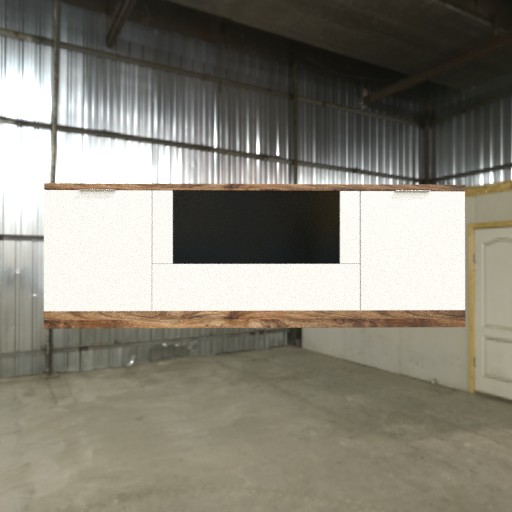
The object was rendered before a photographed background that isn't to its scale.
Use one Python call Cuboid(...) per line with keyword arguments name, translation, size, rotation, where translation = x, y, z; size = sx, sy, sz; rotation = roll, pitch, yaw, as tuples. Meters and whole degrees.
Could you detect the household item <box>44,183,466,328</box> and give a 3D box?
Cuboid(name="household item", translation=(0.000, 0.000, 2.071), size=(1.800, 0.615, 0.390), rotation=(0, 0, -1))
